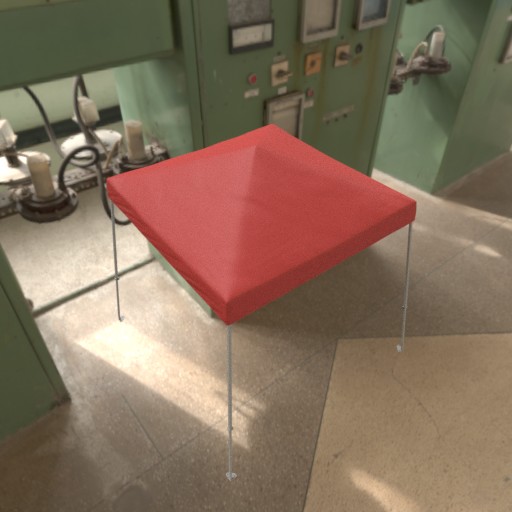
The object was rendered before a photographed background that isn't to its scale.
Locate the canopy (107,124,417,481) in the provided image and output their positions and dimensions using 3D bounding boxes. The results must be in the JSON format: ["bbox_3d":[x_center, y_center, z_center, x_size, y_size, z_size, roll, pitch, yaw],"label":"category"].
[{"bbox_3d":[0.000,0.000,6.659,3.599,3.600,3.600,-26,47,-27],"label":"canopy"}]
